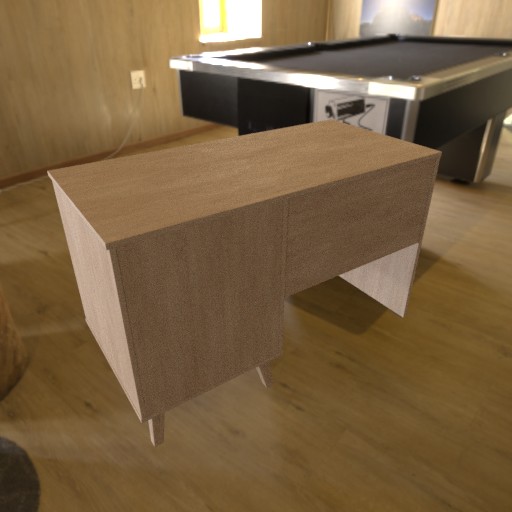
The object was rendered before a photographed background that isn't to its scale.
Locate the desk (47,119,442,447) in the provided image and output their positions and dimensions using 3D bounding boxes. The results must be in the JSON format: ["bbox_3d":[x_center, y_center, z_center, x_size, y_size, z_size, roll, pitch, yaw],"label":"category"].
[{"bbox_3d":[0.000,0.000,1.739,1.251,0.770,0.600,-19,35,-29],"label":"desk"}]
